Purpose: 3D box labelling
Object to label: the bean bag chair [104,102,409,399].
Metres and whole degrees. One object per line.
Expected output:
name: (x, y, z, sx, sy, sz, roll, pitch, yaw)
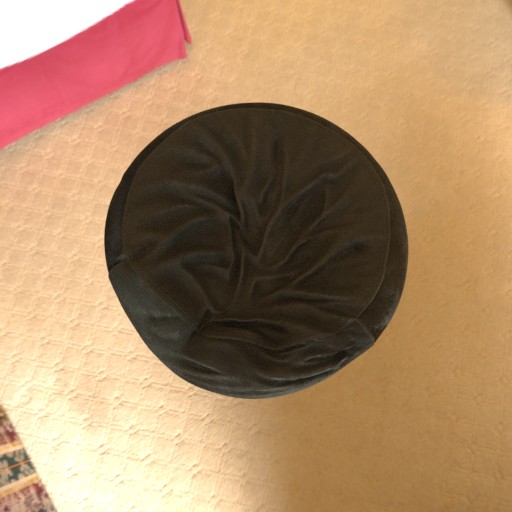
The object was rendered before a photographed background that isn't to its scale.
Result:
bean bag chair: (0.000, 0.000, 1.484, 0.918, 0.605, 0.918, 0, 75, 0)
